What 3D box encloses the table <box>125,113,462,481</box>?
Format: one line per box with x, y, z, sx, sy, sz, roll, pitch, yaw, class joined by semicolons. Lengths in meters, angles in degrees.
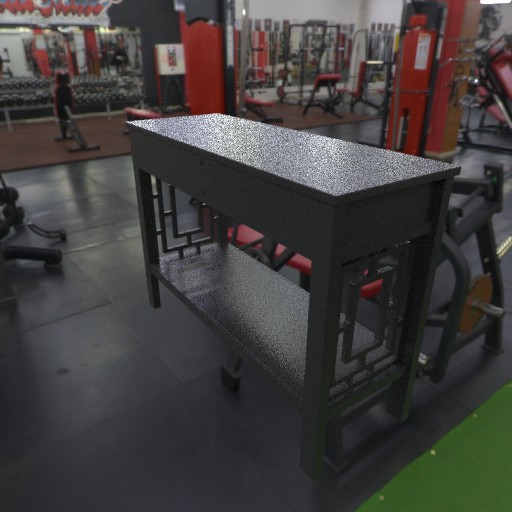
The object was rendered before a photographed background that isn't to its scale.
0.000;0.000;1.447;0.397;0.753;1.068;-16;30;-31;table
